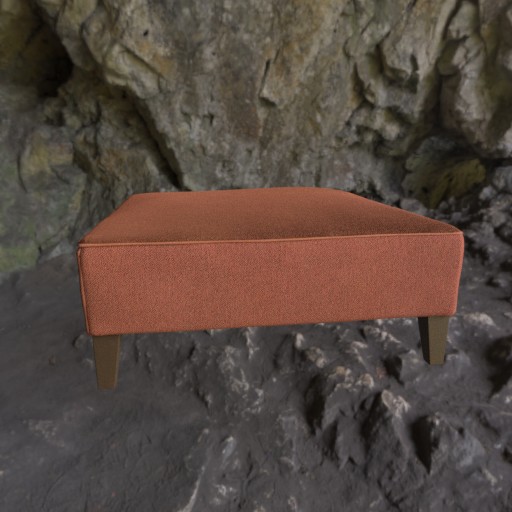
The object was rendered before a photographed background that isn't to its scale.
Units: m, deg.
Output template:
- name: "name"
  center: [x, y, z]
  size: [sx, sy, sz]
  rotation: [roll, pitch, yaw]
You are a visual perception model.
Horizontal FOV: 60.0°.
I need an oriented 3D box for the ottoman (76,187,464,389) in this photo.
- name: "ottoman"
  center: [0.000, 0.000, 1.595]
  size: [0.997, 0.438, 0.999]
  rotation: [-2, 14, -8]
